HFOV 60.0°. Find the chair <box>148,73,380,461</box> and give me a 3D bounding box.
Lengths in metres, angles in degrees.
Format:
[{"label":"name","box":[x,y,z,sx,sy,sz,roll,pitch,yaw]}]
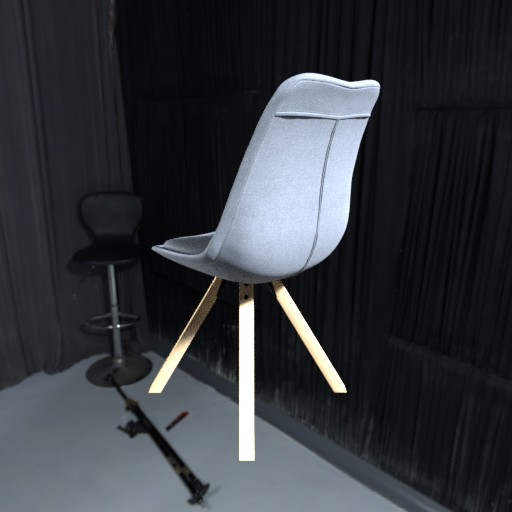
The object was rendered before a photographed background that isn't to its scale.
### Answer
[{"label":"chair","box":[0.000,0.000,1.191,0.474,0.863,0.549,-16,23,-42]}]
